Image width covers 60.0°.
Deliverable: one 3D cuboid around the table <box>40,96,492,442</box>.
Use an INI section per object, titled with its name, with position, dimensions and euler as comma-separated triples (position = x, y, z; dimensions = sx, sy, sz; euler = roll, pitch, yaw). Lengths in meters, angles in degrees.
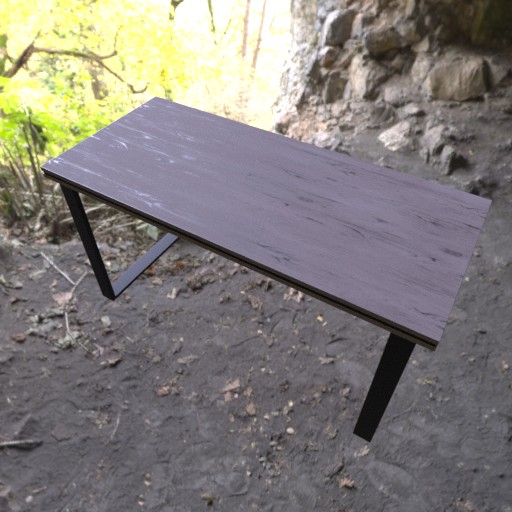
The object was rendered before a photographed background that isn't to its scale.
[table]
position = 0.000, 0.000, 2.219
dimensions = 1.778, 0.899, 0.795
euler = 23, 50, 21
